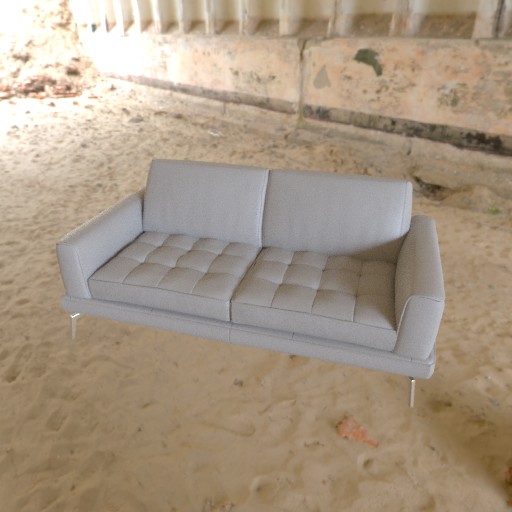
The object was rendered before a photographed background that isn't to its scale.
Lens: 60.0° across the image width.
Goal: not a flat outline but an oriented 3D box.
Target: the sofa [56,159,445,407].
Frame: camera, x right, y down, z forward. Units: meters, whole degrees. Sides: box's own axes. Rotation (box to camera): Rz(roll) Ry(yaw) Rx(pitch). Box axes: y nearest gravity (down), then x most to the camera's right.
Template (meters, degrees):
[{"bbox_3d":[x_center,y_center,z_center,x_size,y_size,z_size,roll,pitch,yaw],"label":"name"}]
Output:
[{"bbox_3d":[0.000,0.000,2.771,2.177,0.930,1.121,8,29,15],"label":"sofa"}]
